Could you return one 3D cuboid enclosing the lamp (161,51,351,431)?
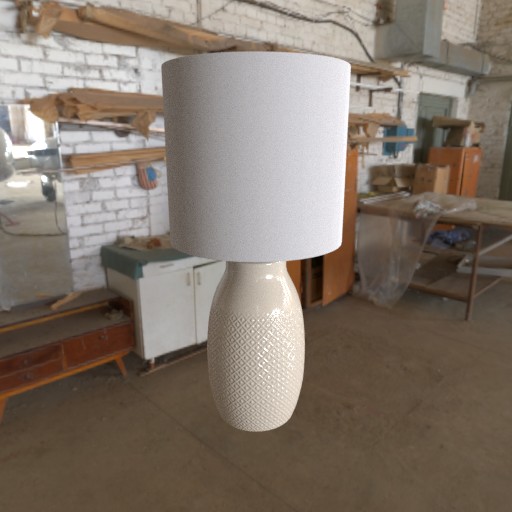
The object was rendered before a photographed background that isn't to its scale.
[{"bbox_3d":[0.000,0.000,0.576,0.217,0.453,0.217,-2,15,-9],"label":"lamp"}]
